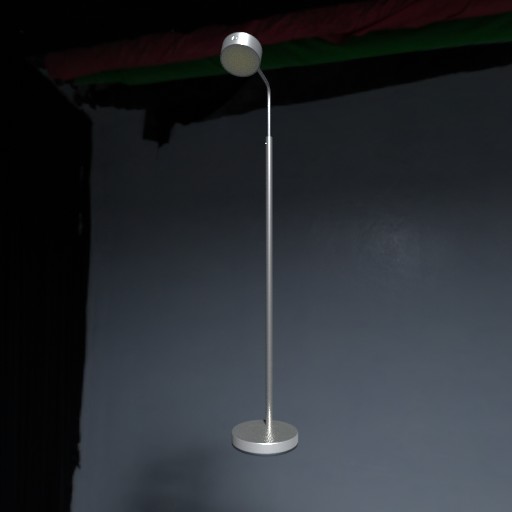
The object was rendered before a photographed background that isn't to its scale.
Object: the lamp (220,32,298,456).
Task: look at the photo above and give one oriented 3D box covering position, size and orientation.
[{"bbox_3d":[0.000,0.000,1.416,0.222,1.250,0.421,-1,-2,17],"label":"lamp"}]
